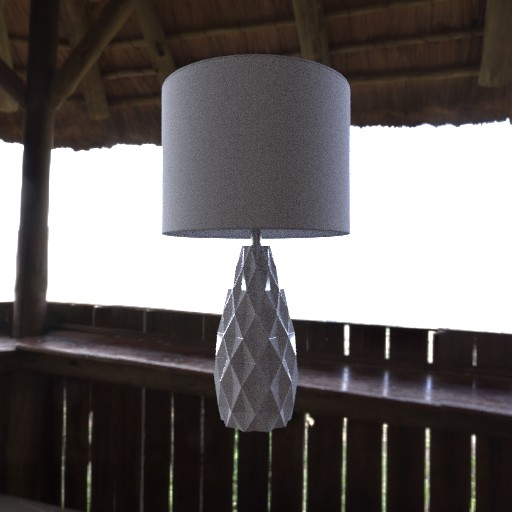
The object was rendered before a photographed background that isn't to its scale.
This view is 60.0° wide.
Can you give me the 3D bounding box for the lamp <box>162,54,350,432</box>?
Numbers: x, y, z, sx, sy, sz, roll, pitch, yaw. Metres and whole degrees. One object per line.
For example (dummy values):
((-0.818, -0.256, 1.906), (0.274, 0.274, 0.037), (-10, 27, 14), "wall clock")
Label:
((0.000, 0.000, 0.712), (0.297, 0.522, 0.297), (0, 0, 0), "lamp")
